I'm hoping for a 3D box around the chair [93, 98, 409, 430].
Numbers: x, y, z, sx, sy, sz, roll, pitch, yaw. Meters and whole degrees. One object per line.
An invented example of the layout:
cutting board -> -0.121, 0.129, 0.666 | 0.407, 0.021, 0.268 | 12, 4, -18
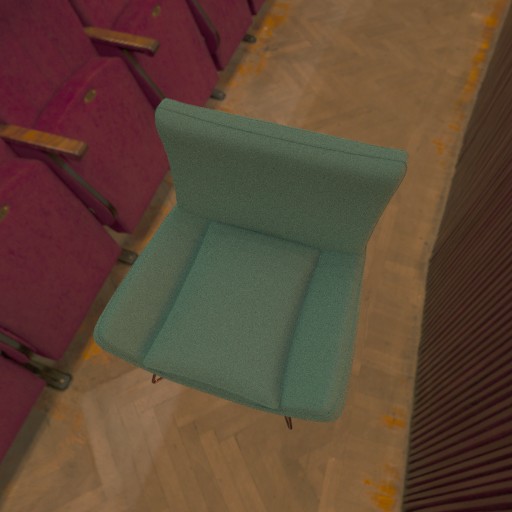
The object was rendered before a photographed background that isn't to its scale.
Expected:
chair -> 0.000, 0.000, 1.658 | 0.859, 0.855, 1.008 | 15, 59, 10
